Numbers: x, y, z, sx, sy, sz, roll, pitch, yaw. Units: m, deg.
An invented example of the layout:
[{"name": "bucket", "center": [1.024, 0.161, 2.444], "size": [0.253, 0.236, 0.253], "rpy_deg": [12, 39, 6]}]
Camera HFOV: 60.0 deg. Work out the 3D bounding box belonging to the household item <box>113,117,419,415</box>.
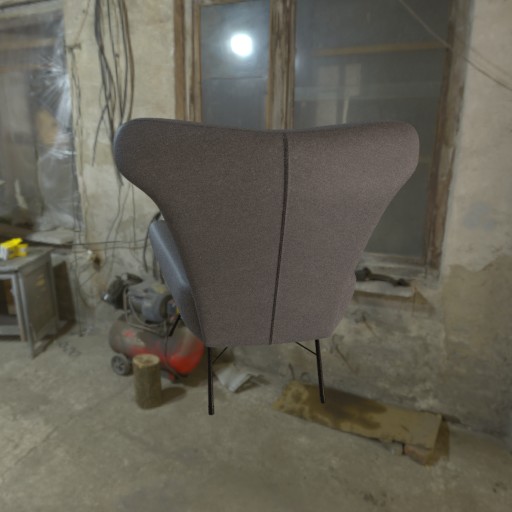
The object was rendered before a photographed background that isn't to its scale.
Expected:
[{"name": "household item", "center": [0.000, 0.000, 1.805], "size": [0.980, 1.050, 0.900], "rpy_deg": [-3, 15, -10]}]
